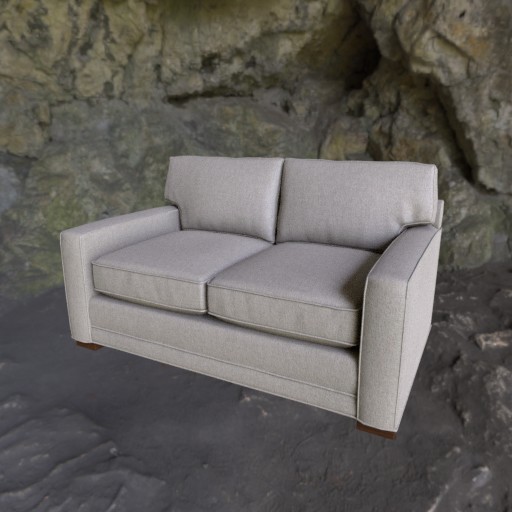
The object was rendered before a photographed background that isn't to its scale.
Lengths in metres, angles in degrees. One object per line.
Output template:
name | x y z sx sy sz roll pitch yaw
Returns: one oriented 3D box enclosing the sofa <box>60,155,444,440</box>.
sofa | 0.000 0.000 2.032 1.484 0.853 0.940 8 17 26
